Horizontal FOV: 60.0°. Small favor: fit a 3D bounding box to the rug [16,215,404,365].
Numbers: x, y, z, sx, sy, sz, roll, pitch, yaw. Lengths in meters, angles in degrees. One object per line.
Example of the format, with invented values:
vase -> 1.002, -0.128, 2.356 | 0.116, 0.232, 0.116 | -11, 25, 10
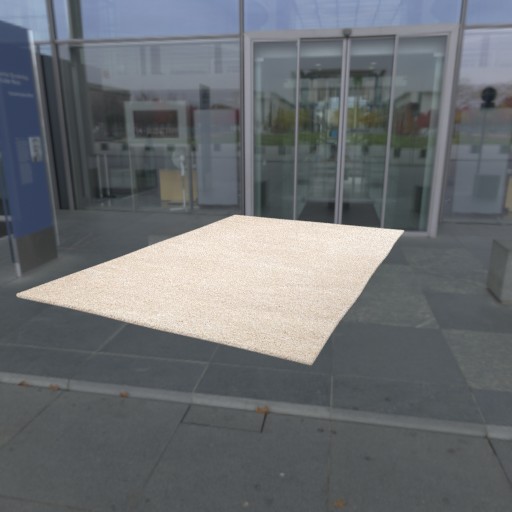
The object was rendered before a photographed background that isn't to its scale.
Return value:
rug -> 0.000, 0.000, 3.375 | 1.800, 0.025, 2.699 | 8, 18, 24
